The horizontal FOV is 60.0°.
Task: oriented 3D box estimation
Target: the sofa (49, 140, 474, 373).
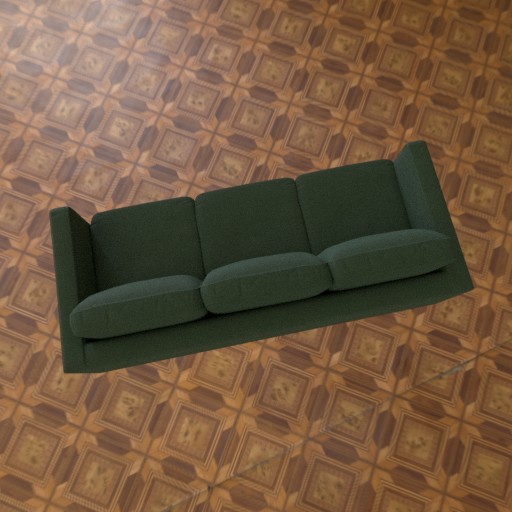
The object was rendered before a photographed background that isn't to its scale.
[{"bbox_3d":[0.000,0.000,2.459,2.029,0.899,0.879,-11,76,-3],"label":"sofa"}]
